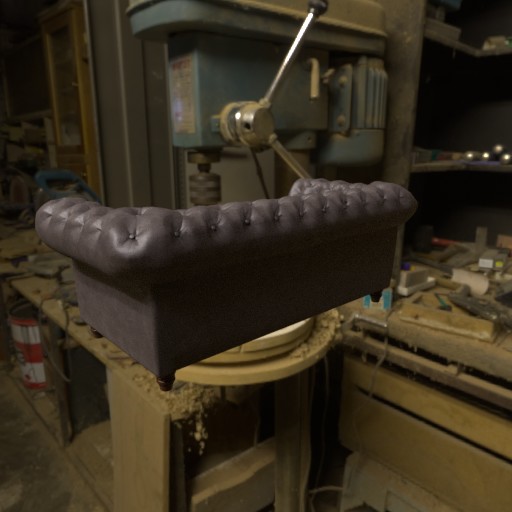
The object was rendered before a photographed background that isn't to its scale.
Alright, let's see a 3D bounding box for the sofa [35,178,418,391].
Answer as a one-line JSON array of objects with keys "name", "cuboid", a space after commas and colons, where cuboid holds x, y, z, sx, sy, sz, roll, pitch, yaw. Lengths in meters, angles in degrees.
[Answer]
[{"name": "sofa", "cuboid": [0.000, 0.000, 2.516, 2.048, 0.779, 0.944, -13, 20, -40]}]
